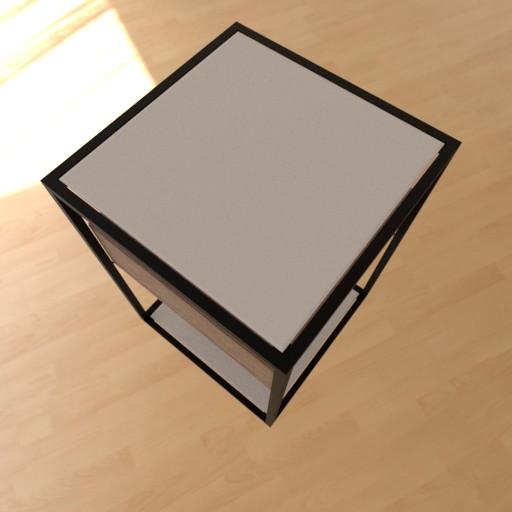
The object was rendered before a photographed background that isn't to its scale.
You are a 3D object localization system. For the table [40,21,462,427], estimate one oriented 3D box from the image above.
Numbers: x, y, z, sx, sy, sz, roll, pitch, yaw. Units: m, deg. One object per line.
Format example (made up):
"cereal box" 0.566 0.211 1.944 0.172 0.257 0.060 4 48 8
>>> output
"table" 0.000 0.000 0.799 0.378 0.540 0.378 36 69 16
